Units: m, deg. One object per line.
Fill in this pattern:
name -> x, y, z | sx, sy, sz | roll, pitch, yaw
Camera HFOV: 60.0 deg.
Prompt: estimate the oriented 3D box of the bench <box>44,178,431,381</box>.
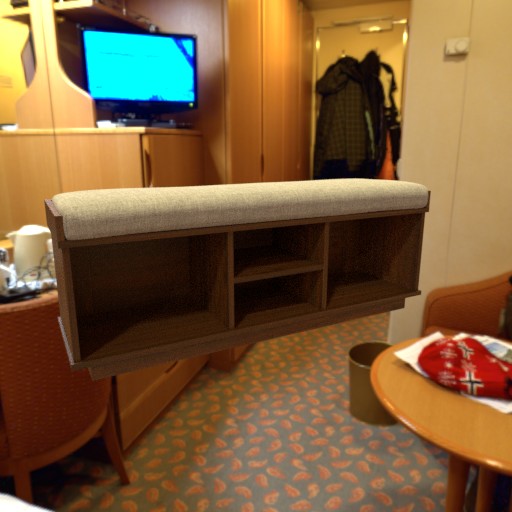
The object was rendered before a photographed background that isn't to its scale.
bench -> 0.000, 0.000, 1.450 | 1.196, 0.468, 0.367 | -7, 16, -27
